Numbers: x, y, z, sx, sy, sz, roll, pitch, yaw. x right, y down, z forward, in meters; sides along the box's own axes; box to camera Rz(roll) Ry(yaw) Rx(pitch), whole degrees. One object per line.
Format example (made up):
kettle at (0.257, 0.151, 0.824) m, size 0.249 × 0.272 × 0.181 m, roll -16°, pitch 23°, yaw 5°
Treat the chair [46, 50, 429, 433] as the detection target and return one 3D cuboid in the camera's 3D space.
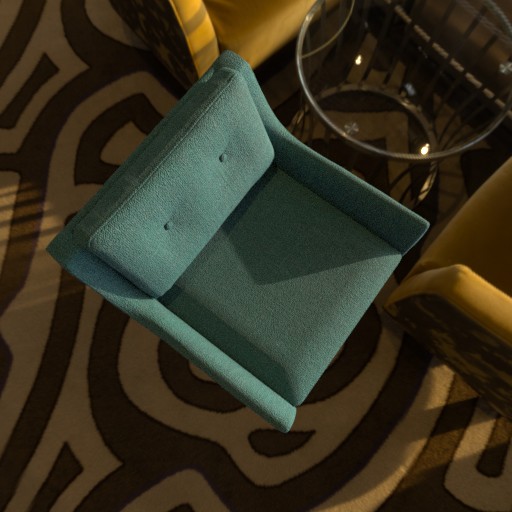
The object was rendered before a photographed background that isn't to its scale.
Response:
chair at (0.000, 0.000, 1.555) m, size 0.849 × 0.828 × 0.847 m, roll 36°, pitch 78°, yaw 9°
